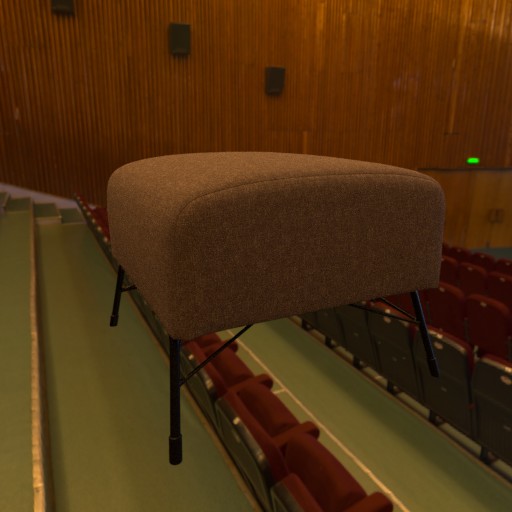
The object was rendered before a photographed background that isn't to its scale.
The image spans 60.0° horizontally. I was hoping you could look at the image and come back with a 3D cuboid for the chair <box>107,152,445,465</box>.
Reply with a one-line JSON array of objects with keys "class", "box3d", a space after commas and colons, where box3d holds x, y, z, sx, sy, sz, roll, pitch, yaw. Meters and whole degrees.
[{"class": "chair", "box3d": [0.000, 0.000, 0.904, 0.530, 0.410, 0.530, -8, 17, -26]}]
